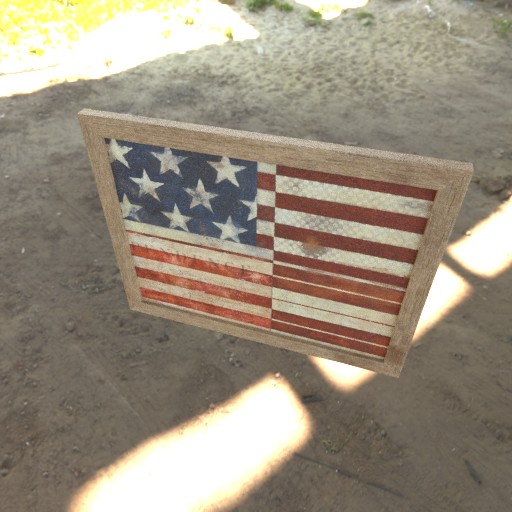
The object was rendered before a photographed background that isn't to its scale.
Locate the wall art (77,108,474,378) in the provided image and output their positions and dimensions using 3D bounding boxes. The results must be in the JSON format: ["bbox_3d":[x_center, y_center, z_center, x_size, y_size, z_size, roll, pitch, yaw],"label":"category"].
[{"bbox_3d":[0.000,0.000,0.924,0.690,0.535,0.026,12,42,13],"label":"wall art"}]
